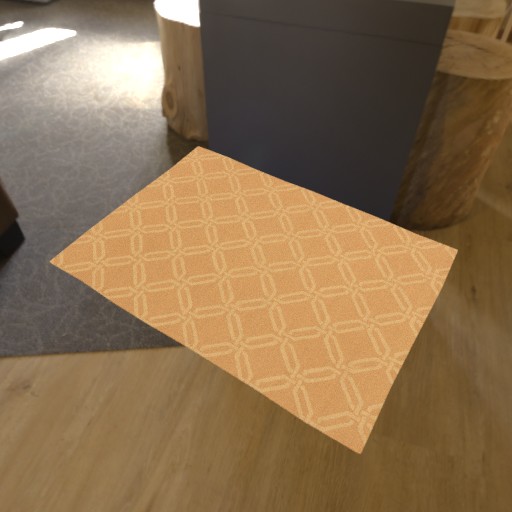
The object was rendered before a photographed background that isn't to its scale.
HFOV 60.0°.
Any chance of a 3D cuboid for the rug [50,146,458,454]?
[{"bbox_3d":[0.000,0.000,2.813,2.135,0.013,1.524,26,53,22],"label":"rug"}]
